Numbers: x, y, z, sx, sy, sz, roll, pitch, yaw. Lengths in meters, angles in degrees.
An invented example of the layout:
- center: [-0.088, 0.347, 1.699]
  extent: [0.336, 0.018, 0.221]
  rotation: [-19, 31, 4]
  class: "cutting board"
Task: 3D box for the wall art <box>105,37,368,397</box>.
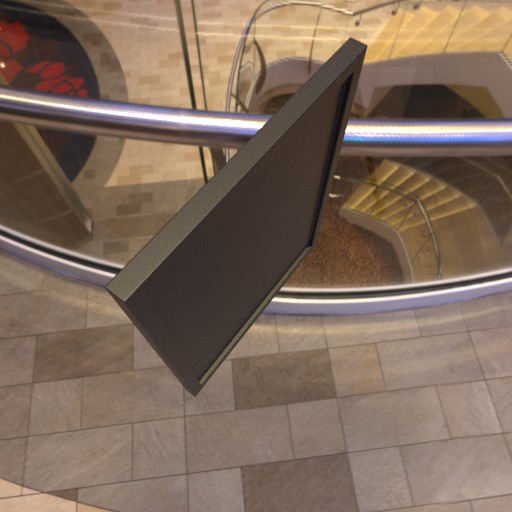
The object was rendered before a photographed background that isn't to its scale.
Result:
- center: [0.000, 0.000, 0.761]
  extent: [0.028, 0.559, 0.457]
  rotation: [34, 68, 16]
  class: "wall art"
